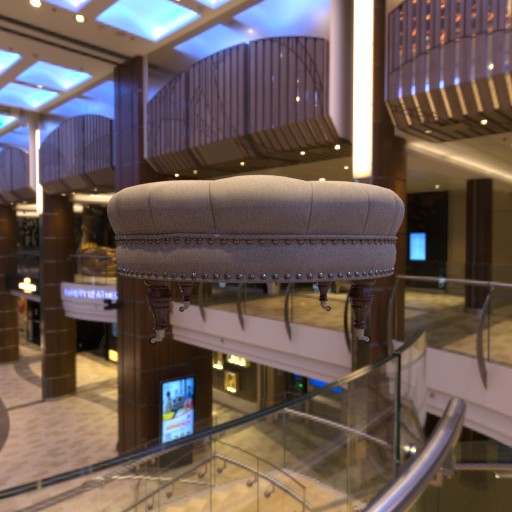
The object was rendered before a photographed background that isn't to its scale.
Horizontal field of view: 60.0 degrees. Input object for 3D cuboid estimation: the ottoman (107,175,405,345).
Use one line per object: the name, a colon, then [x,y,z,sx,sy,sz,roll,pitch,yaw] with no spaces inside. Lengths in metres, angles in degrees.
ottoman: [0.000,0.000,1.417,0.901,0.439,0.901,0,2,0]
